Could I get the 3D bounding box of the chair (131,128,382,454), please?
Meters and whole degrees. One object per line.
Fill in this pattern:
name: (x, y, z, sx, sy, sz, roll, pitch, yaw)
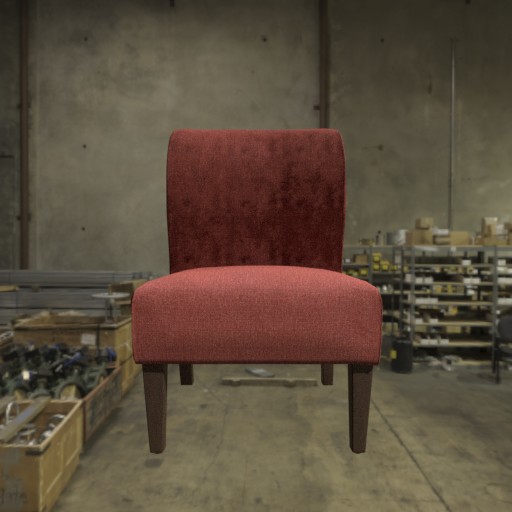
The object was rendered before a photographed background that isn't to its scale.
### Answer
chair: (0.000, 0.000, 1.228, 0.538, 0.846, 0.640, 0, 1, 0)
